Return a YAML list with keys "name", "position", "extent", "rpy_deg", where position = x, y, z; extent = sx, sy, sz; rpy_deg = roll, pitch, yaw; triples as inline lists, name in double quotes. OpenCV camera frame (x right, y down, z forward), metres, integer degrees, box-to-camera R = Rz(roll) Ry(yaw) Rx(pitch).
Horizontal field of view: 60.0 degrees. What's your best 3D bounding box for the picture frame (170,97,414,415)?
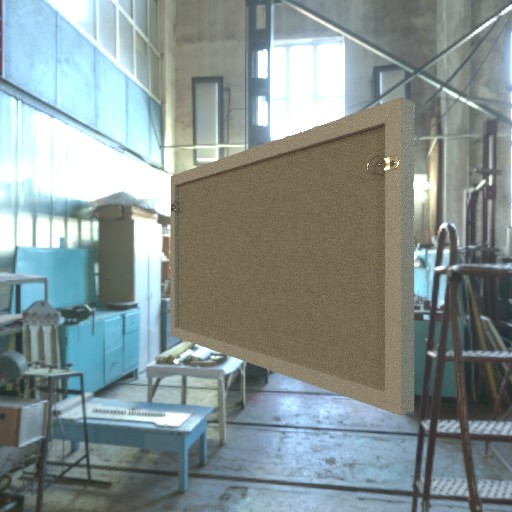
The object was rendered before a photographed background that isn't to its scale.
- name: "picture frame"
  position: [0.000, 0.000, 0.800]
  extent: [0.044, 0.379, 0.647]
  rpy_deg: [0, 0, -36]
